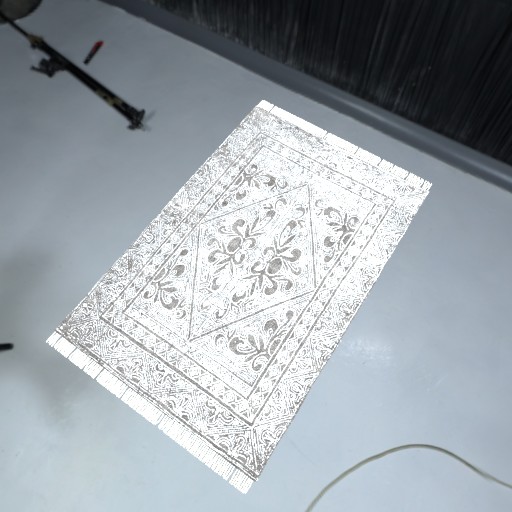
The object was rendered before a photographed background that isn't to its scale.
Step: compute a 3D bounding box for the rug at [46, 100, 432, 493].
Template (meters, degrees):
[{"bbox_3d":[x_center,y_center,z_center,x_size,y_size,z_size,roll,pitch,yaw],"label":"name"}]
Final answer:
[{"bbox_3d":[0.000,0.000,3.014,1.529,0.010,2.440,31,68,14],"label":"rug"}]
